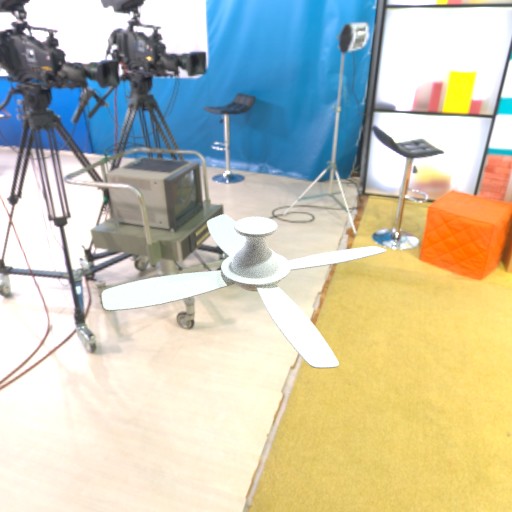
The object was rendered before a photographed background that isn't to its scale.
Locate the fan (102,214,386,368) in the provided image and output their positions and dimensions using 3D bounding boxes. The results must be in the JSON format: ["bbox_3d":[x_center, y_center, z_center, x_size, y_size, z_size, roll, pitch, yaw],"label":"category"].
[{"bbox_3d":[0.000,0.000,2.496,1.693,0.382,1.694,-10,30,-18],"label":"fan"}]
